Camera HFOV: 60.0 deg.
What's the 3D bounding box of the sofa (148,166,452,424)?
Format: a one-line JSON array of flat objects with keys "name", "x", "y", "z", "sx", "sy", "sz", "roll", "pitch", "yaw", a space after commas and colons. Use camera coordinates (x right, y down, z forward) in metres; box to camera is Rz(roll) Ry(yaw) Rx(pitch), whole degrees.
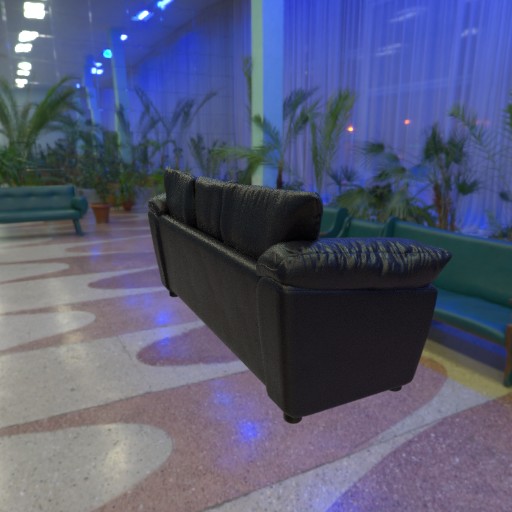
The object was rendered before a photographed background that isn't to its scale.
[{"name": "sofa", "x": 0.000, "y": 0.000, "z": 2.888, "sx": 0.880, "sy": 1.073, "sz": 2.336, "roll": -7, "pitch": 16, "yaw": -26}]
